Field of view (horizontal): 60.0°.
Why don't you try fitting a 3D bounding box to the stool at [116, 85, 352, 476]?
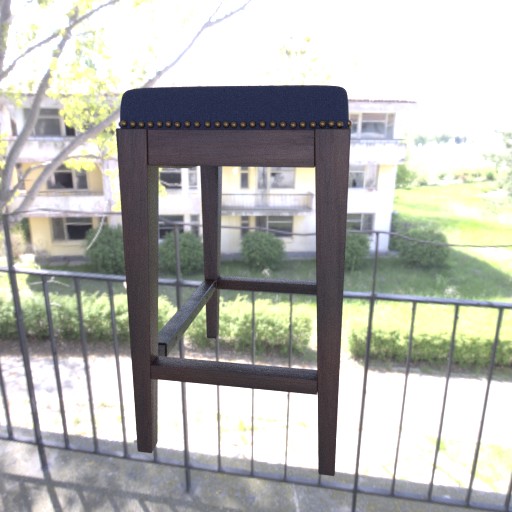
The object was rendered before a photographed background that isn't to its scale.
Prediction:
[{"bbox_3d":[0.000,0.000,0.941,0.361,0.642,0.500,3,16,9],"label":"stool"}]
